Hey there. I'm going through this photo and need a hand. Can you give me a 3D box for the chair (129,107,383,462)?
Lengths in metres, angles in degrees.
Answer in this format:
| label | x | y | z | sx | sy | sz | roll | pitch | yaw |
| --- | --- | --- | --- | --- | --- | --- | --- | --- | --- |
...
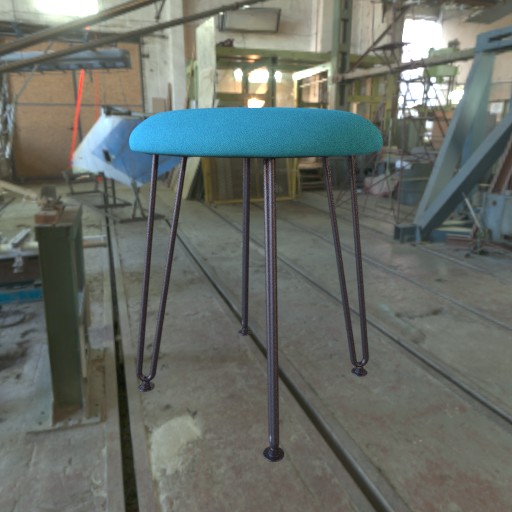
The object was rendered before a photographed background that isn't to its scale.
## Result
| label | x | y | z | sx | sy | sz | roll | pitch | yaw |
| --- | --- | --- | --- | --- | --- | --- | --- | --- | --- |
| chair | 0.000 | 0.000 | 0.681 | 0.350 | 0.430 | 0.350 | 8 | 18 | 25 |
